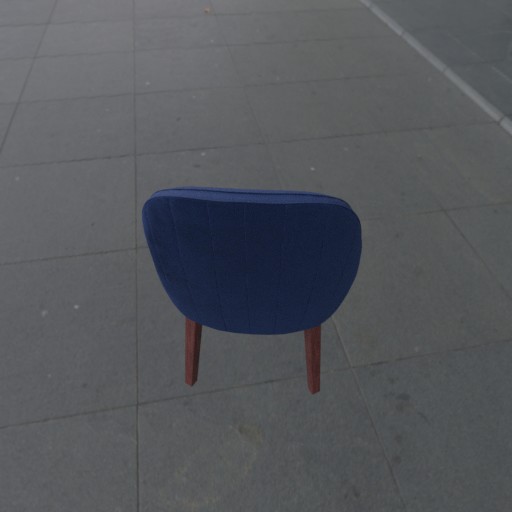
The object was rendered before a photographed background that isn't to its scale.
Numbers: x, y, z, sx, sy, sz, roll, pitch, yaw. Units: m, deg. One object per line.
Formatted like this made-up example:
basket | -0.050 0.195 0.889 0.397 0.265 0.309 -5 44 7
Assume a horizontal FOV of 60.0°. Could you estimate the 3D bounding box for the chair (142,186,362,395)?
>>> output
chair | 0.000 0.000 1.338 0.643 0.889 0.575 3 46 3
